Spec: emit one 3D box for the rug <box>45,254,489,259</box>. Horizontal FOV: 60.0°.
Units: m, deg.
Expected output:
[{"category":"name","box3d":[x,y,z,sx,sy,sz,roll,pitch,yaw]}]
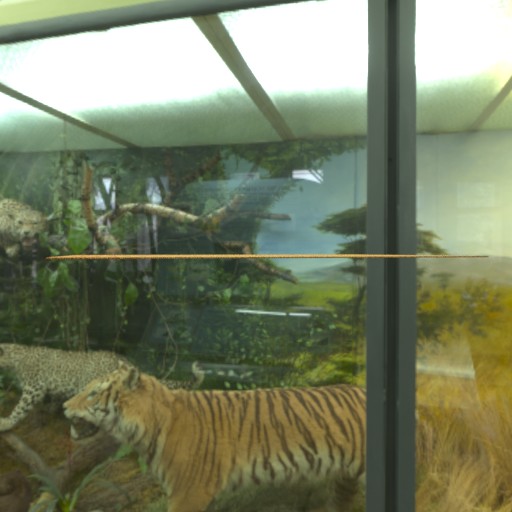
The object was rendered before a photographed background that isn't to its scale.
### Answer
[{"category":"rug","box3d":[0.000,0.000,2.196,1.747,0.006,1.143,0,1,-18]}]
